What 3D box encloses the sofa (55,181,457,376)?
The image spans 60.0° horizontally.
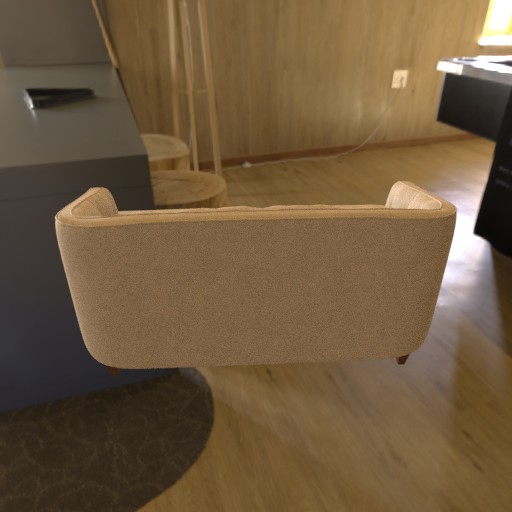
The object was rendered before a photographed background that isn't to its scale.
[{"bbox_3d":[0.000,0.000,2.280,1.731,0.878,0.940,-2,31,-3],"label":"sofa"}]
